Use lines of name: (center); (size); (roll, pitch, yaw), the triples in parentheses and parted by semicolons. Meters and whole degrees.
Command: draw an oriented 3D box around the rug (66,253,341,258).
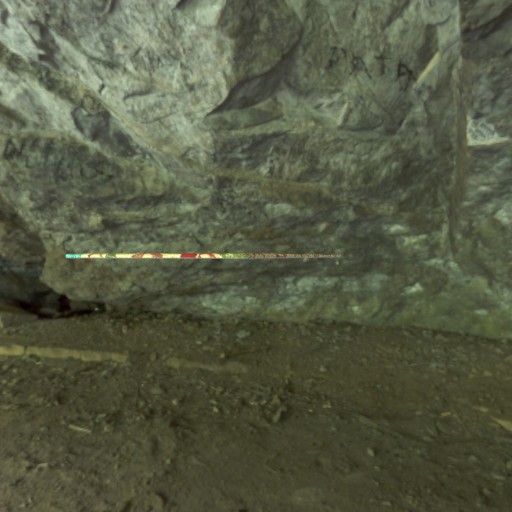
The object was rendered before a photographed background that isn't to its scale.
rug: (0.000, 0.000, 2.518); (0.693, 0.016, 2.273); (0, 0, 18)
